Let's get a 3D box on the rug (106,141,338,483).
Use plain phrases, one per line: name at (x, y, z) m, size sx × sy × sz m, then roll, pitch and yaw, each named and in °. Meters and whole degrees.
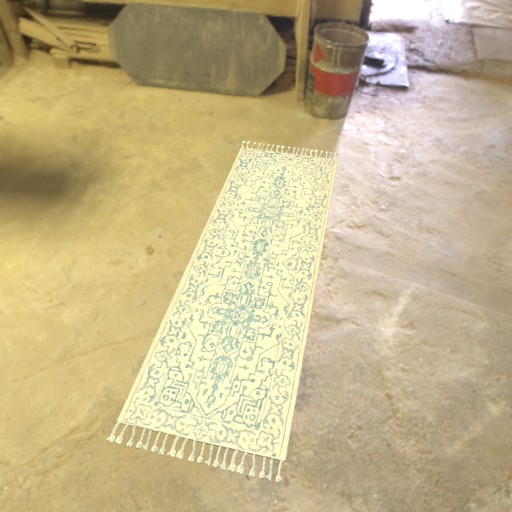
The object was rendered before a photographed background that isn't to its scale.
rug at (0.000, 0.000, 2.679) m, size 0.774 × 0.011 × 2.449 m, roll 9°, pitch 47°, yaw 9°
